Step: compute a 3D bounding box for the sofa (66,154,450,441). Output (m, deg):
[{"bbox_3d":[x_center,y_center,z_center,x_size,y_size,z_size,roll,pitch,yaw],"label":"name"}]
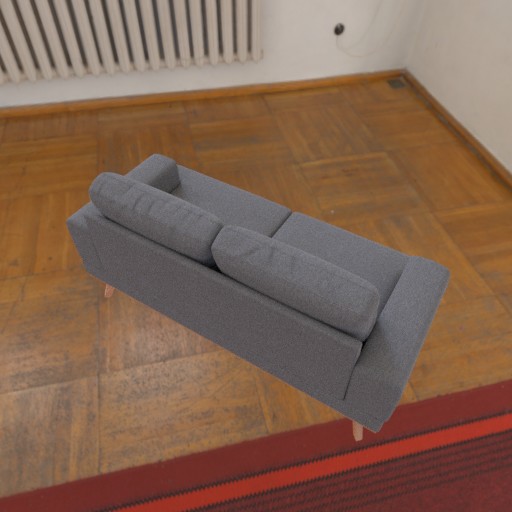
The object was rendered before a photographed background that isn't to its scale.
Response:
[{"bbox_3d":[0.000,0.000,2.098,1.650,0.810,0.785,24,52,21],"label":"sofa"}]
